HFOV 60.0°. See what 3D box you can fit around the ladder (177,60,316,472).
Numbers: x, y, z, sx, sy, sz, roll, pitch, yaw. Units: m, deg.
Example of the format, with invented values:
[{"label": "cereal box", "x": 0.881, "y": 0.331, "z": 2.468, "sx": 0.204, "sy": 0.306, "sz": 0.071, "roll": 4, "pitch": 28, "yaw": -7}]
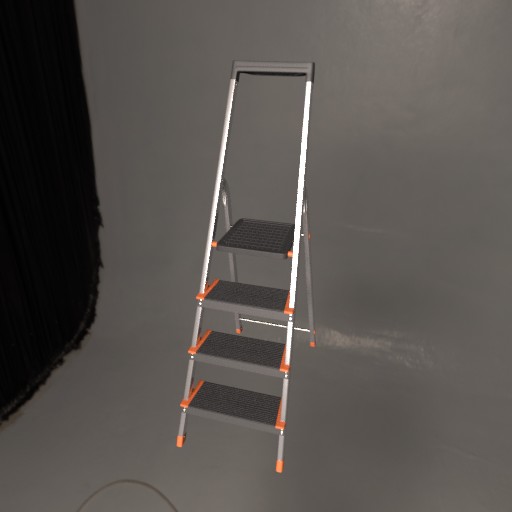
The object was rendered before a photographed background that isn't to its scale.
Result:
[{"label": "ladder", "x": 0.000, "y": 0.000, "z": 1.808, "sx": 0.452, "sy": 1.429, "sz": 0.834, "roll": 8, "pitch": 29, "yaw": 14}]
